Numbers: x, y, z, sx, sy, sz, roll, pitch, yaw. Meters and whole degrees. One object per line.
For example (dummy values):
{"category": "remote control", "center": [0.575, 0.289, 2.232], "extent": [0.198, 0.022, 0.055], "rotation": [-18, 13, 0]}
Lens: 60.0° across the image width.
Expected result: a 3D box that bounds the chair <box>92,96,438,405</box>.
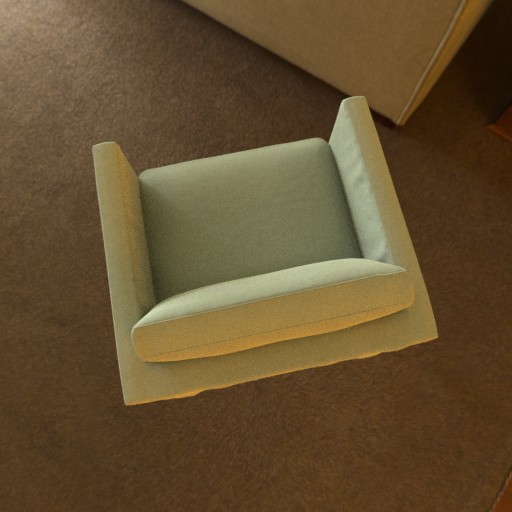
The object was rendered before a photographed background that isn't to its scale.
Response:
{"category": "chair", "center": [0.000, 0.000, 1.762], "extent": [1.057, 0.863, 0.949], "rotation": [-11, 75, -3]}
